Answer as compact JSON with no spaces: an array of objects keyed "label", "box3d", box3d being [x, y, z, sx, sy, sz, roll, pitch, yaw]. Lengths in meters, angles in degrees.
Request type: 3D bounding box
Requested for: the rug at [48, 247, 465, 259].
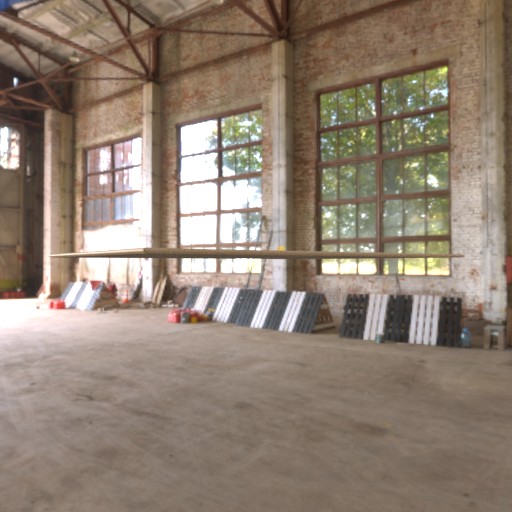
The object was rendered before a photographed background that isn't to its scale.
[{"label":"rug","box3d":[0.000,0.000,2.718,2.081,0.020,1.525,1,-1,-36]}]
